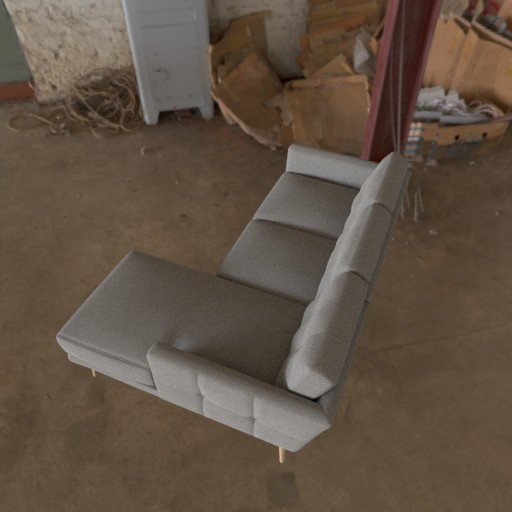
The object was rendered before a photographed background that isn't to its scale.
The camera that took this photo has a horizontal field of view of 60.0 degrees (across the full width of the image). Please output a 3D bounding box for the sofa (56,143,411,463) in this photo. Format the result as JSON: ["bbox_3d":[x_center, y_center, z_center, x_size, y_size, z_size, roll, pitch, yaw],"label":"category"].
[{"bbox_3d":[0.000,0.000,2.839,1.530,0.860,2.040,17,48,16],"label":"sofa"}]
